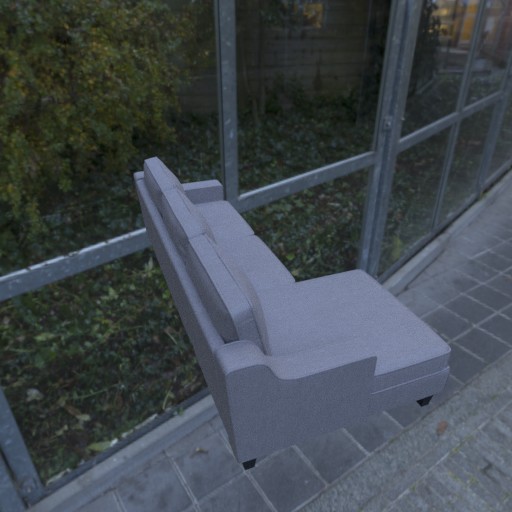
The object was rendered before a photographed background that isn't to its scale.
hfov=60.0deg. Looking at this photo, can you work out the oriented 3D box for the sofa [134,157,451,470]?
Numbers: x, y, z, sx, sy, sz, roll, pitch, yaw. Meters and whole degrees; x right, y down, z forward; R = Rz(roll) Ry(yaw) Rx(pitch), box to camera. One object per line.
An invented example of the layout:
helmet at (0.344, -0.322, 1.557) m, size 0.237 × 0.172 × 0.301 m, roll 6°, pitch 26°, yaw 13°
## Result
sofa at (0.000, 0.000, 3.150) m, size 1.294 × 0.928 × 2.561 m, roll -11°, pitch 32°, yaw -19°
